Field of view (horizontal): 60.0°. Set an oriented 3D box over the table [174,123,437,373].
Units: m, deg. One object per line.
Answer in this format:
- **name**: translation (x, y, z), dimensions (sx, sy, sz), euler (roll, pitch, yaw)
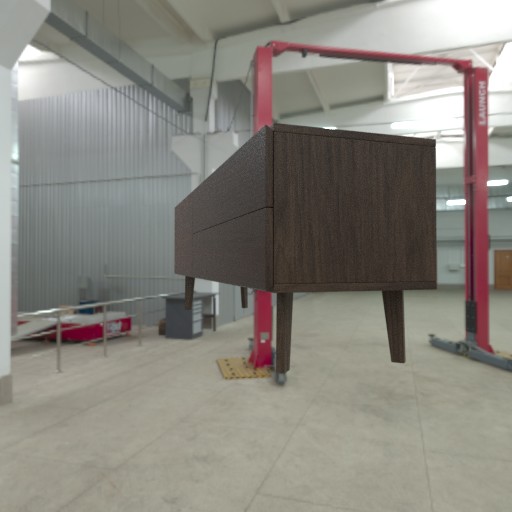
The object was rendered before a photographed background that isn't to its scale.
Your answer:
- **table**: translation (0.000, 0.000, 1.595), dimensions (0.405, 0.508, 1.397), euler (0, -1, -18)
